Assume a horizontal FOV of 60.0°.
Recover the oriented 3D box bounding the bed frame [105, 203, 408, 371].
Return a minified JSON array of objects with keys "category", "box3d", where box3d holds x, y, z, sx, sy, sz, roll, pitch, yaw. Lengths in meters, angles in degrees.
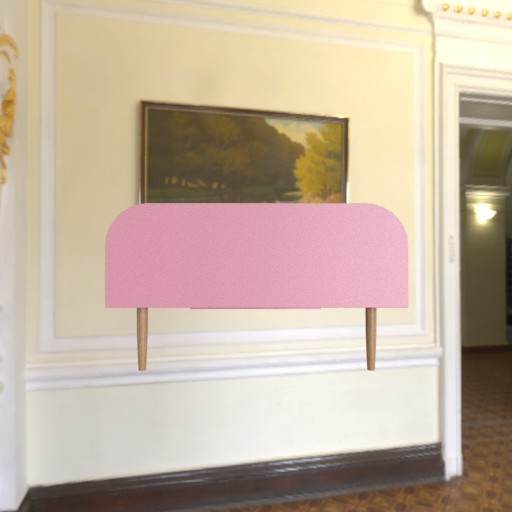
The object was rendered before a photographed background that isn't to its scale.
[{"category":"bed frame","box3d":[0.000,0.000,2.441,0.998,0.805,1.963,0,0,0]}]
